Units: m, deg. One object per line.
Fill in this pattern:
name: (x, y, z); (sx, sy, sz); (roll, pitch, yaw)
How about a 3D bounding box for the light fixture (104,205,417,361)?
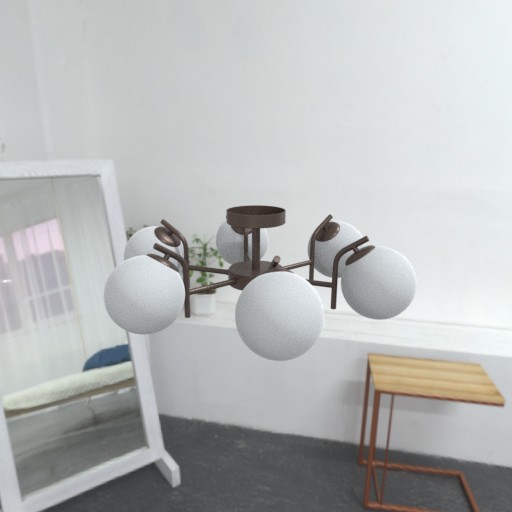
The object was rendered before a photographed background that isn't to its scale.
light fixture: (0.000, 0.000, 0.960); (0.662, 0.201, 0.662); (0, 16, 0)
